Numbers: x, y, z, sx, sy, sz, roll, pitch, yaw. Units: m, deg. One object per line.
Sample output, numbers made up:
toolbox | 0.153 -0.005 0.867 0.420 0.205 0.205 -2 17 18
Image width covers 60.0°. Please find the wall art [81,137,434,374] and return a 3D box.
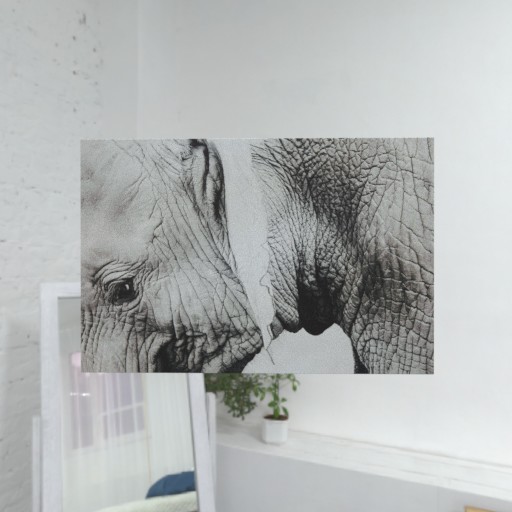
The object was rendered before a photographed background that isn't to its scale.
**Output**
wall art | 0.000 0.000 1.447 1.141 0.758 0.035 0 0 1
